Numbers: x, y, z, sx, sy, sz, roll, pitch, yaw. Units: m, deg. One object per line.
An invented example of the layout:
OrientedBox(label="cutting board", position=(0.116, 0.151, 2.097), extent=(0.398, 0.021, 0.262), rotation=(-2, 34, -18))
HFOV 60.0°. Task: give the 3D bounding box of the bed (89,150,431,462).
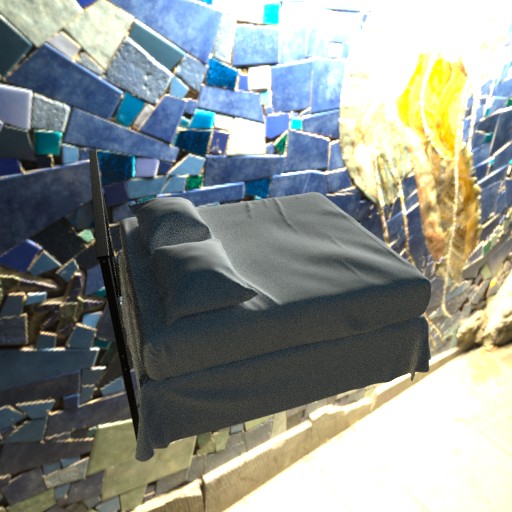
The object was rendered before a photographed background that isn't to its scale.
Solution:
OrientedBox(label="bed", position=(0.000, 0.000, 3.188), extent=(2.050, 1.270, 1.870), rotation=(-10, 31, -17))
